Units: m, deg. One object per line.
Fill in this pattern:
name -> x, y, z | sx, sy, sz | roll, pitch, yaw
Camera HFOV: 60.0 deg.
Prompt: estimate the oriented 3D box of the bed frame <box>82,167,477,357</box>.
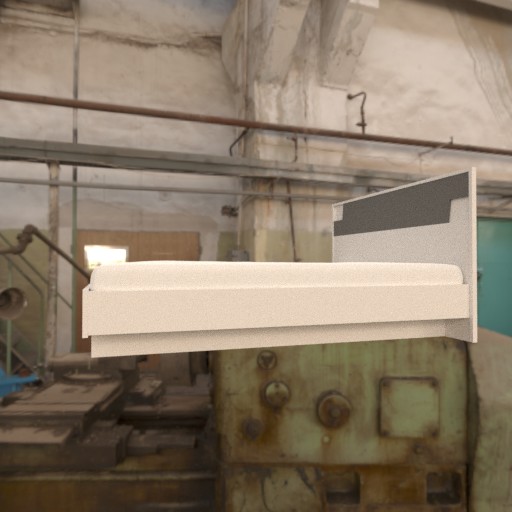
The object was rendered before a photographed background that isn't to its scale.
bed frame -> 0.000, 0.000, 3.027 | 2.100, 1.001, 1.711 | 0, -1, -18
